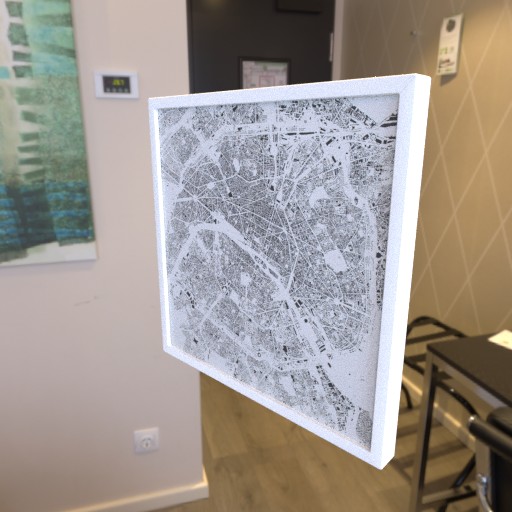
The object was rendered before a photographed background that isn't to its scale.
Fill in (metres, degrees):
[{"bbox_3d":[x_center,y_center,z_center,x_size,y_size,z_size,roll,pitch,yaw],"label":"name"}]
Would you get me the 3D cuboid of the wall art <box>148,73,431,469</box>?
[{"bbox_3d":[0.000,0.000,0.721,0.508,0.508,0.038,14,21,41],"label":"wall art"}]
